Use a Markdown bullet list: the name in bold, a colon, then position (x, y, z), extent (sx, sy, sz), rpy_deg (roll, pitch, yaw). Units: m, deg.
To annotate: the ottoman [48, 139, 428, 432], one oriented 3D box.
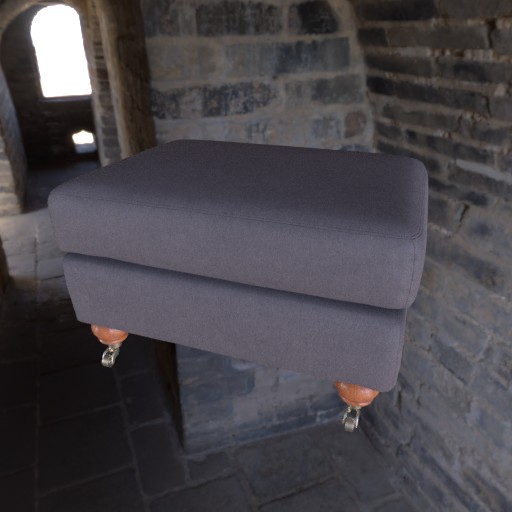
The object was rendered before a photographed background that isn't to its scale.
- **ottoman**: position (0.000, 0.000, 1.125), extent (0.773, 0.497, 0.574), rpy_deg (9, 28, 18)
